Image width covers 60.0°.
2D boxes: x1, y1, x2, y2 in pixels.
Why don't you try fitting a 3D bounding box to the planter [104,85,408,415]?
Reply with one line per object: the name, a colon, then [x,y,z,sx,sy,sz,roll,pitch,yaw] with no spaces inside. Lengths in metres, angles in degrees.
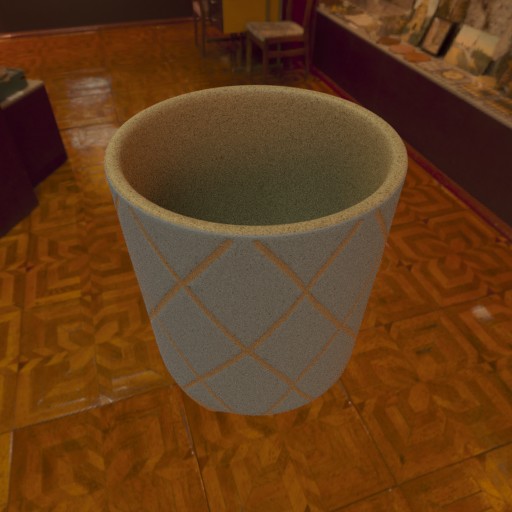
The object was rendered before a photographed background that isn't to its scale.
planter: [0.000,0.000,0.352,0.191,0.200,0.191,0,42,0]
